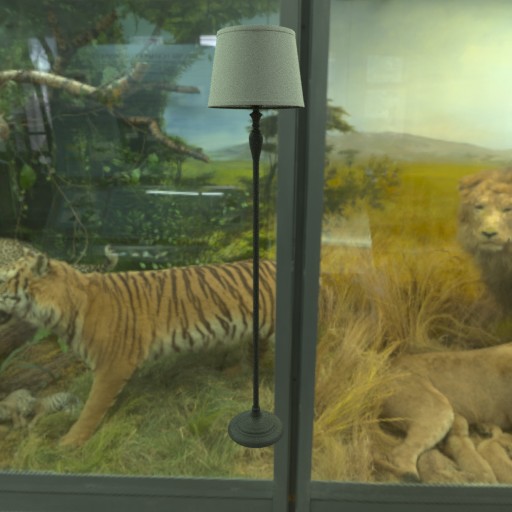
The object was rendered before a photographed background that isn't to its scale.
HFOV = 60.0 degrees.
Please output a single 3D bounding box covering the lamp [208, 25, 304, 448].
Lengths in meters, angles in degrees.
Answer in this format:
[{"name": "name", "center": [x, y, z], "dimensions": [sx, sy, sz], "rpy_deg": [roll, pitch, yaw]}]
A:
[{"name": "lamp", "center": [0.000, 0.000, 1.649], "dimensions": [0.327, 1.506, 0.327], "rpy_deg": [-9, 18, -28]}]
